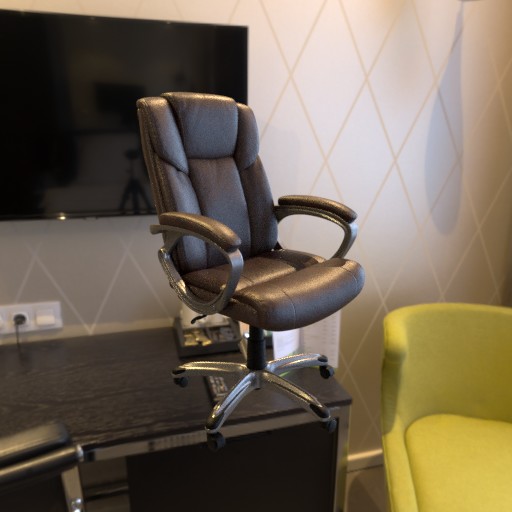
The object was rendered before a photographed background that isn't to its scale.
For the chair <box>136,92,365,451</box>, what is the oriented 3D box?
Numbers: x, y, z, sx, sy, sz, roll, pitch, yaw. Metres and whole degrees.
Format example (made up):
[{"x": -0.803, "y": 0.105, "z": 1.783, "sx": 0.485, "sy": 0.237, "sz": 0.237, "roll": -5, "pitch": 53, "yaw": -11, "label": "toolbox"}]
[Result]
[{"x": 0.000, "y": 0.000, "z": 1.581, "sx": 0.692, "sy": 1.128, "sz": 0.656, "roll": 14, "pitch": 21, "yaw": 42, "label": "chair"}]
